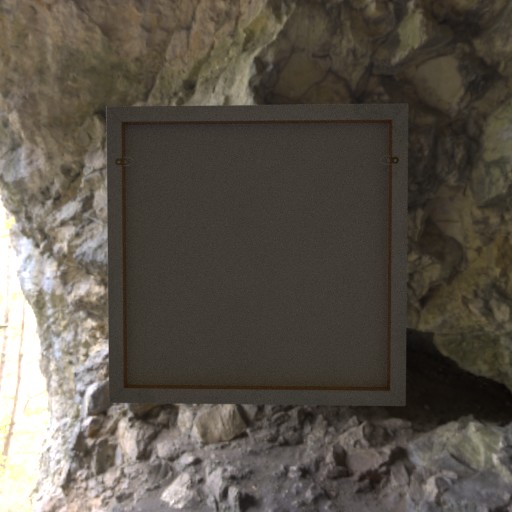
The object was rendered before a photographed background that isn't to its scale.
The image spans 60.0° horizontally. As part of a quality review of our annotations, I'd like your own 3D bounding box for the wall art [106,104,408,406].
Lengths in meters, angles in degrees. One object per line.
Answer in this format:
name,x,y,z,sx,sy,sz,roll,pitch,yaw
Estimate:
wall art,0.000,0.000,1.143,0.762,0.762,0.041,0,2,2
